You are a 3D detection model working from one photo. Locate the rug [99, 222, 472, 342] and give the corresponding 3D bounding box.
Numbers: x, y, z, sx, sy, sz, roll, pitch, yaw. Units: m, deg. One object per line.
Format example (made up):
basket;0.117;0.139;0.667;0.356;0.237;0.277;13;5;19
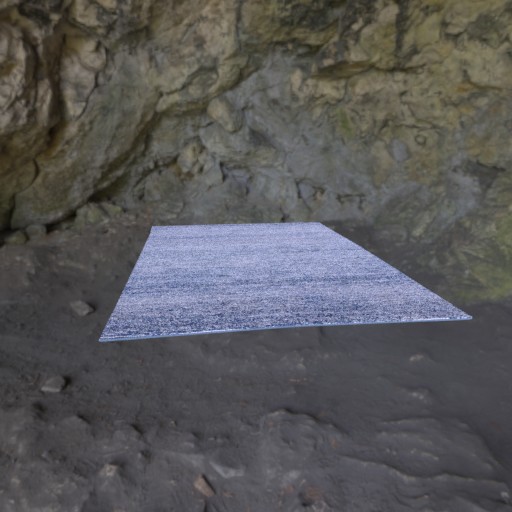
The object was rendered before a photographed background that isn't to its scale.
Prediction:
rug;0.000;0.000;2.172;1.145;0.021;1.777;-2;14;-8
